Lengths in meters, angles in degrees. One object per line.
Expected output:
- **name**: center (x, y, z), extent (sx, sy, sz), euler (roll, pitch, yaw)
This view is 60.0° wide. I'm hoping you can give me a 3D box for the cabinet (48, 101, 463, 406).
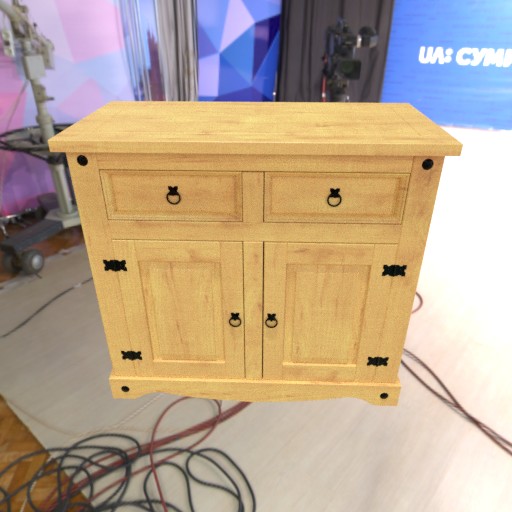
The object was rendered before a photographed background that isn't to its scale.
- **cabinet**: center (0.000, 0.000, 1.384), extent (0.920, 0.840, 0.450), euler (1, 30, 2)
